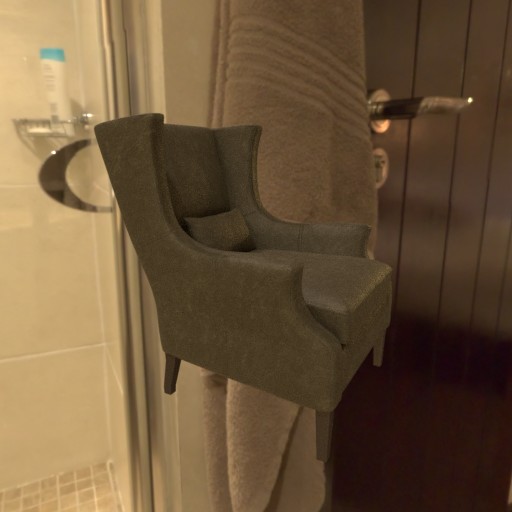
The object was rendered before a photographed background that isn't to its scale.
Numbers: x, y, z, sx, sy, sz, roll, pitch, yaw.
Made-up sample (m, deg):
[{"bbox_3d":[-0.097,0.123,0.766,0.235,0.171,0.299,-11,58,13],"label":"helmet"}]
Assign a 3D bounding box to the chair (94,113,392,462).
[{"bbox_3d":[0.000,0.000,1.705,0.926,1.016,0.853,7,15,27],"label":"chair"}]
